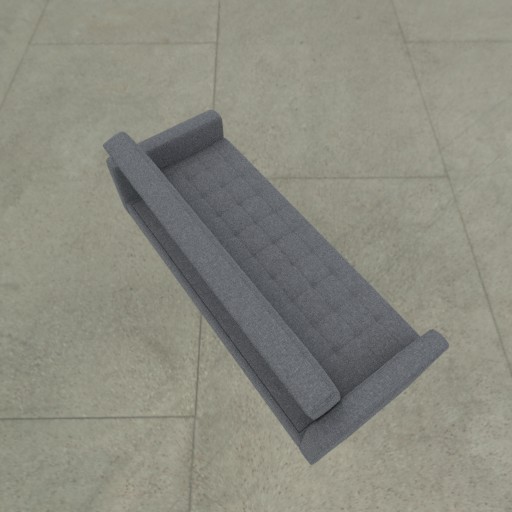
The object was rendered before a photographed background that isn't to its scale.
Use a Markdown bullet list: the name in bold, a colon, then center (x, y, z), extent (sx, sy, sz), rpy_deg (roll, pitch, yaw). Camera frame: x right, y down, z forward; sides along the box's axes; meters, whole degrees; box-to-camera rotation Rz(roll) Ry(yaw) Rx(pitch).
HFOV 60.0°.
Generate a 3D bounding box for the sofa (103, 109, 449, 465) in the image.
- **sofa**: center (0.000, 0.000, 2.505), extent (0.810, 0.850, 2.040), rpy_deg (-32, 63, -18)
